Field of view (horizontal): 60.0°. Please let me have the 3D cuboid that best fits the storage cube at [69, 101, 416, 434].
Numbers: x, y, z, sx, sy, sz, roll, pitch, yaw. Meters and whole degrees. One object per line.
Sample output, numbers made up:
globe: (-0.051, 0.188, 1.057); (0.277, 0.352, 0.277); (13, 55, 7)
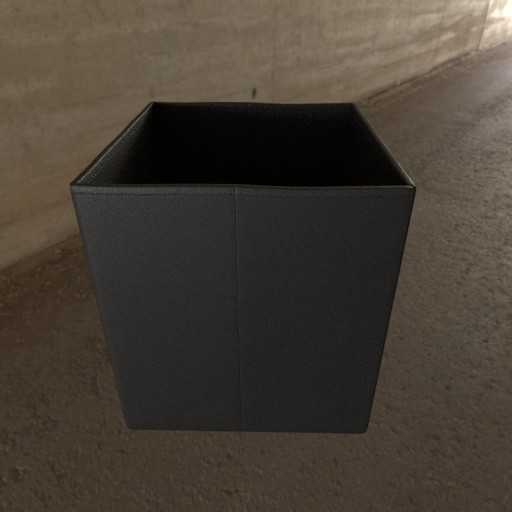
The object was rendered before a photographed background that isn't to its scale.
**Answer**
storage cube: (0.000, 0.000, 0.503); (0.270, 0.280, 0.270); (1, 32, 1)
